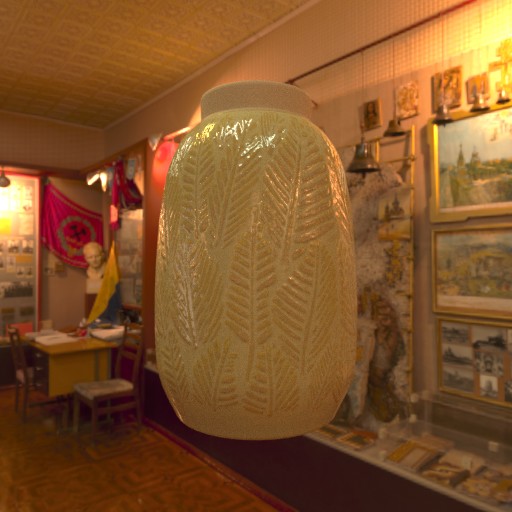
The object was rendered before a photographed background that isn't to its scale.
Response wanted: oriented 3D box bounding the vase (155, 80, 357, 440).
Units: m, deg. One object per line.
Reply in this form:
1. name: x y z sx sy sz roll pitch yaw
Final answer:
1. vase: 0.000 0.000 0.387 0.172 0.270 0.172 0 -1 0
